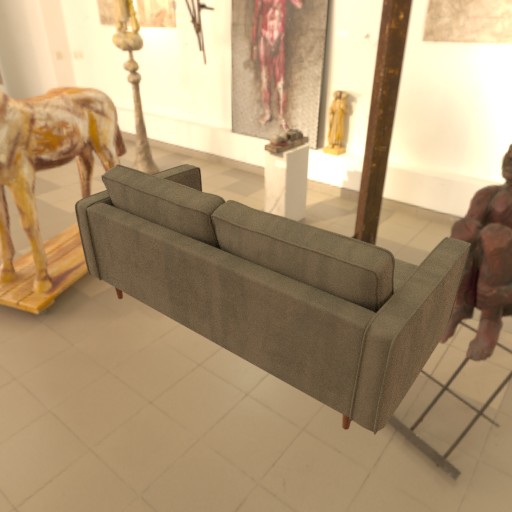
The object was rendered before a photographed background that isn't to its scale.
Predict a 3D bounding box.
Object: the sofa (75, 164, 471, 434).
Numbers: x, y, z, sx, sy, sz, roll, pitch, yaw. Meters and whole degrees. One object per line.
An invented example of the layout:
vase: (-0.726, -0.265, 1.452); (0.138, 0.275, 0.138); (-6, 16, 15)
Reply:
sofa: (0.000, 0.000, 2.387); (1.920, 0.825, 0.924); (21, 36, 32)
